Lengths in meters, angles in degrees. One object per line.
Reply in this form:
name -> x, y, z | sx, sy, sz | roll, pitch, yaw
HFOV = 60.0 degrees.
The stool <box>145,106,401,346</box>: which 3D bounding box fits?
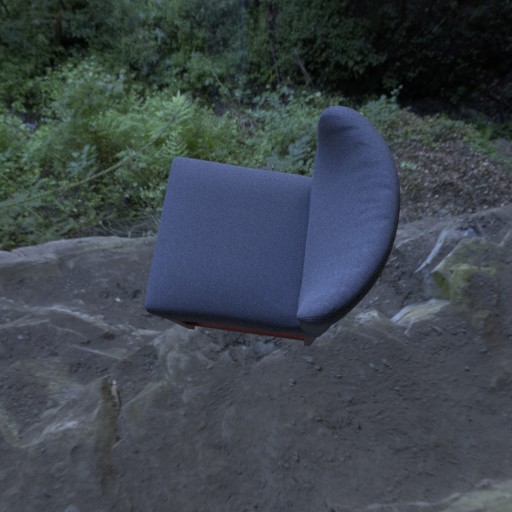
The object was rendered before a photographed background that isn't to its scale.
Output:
stool -> 0.000, 0.000, 1.378 | 0.568, 1.069, 0.481 | 7, 76, 2
